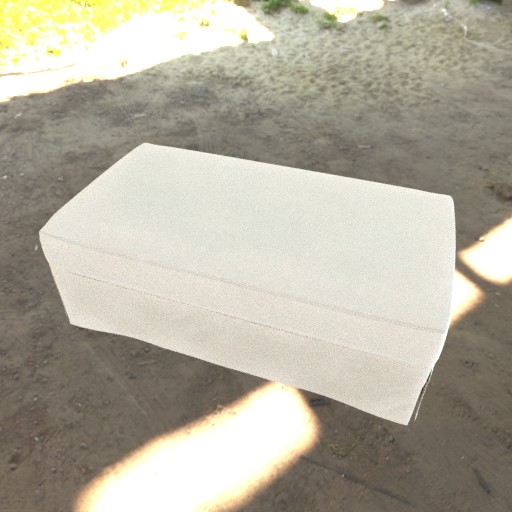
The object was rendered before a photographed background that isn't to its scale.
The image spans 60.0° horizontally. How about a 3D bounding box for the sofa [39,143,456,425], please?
[{"bbox_3d":[0.000,0.000,2.089,1.677,0.552,0.939,13,42,15],"label":"sofa"}]
